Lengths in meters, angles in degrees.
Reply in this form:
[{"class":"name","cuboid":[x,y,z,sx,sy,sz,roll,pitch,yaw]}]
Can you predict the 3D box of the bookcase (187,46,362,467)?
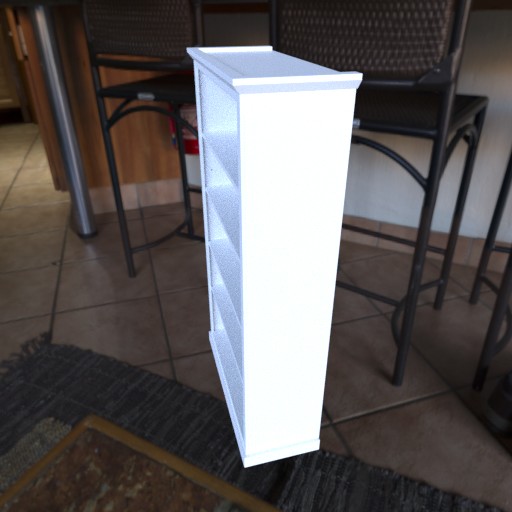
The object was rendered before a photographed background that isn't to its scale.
[{"class":"bookcase","cuboid":[0.000,0.000,2.292,0.432,1.880,1.050,-8,31,-13]}]
